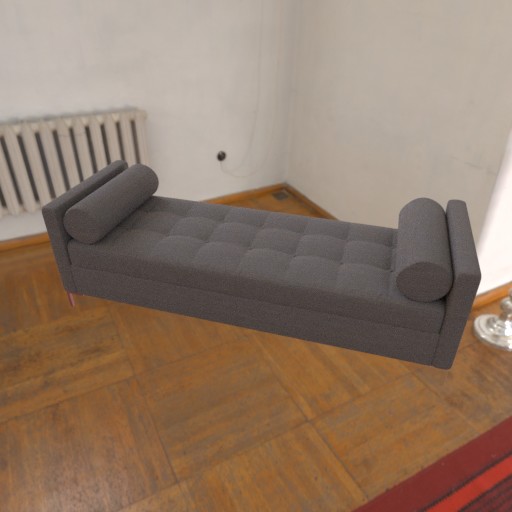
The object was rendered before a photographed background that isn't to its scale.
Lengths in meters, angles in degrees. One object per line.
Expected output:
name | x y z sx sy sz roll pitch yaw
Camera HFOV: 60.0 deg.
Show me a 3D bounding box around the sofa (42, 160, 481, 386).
sofa | 0.000 0.000 2.333 1.981 0.635 0.686 9 34 14
